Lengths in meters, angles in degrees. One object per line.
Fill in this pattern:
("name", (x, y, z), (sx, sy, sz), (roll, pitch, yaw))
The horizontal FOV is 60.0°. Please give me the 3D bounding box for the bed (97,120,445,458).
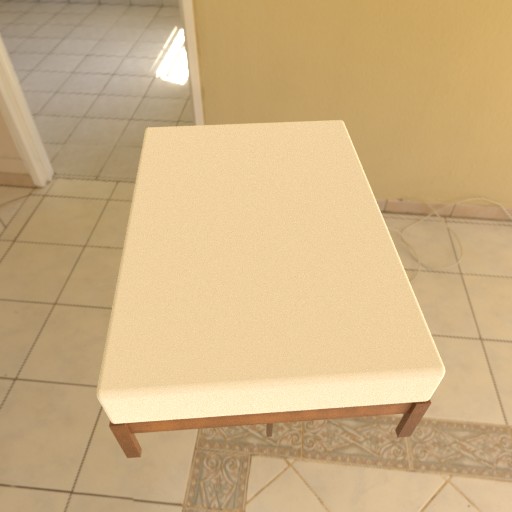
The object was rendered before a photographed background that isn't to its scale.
("bed", (0.000, 0.000, 2.544), (1.348, 0.616, 1.927), (-3, 46, -3))
